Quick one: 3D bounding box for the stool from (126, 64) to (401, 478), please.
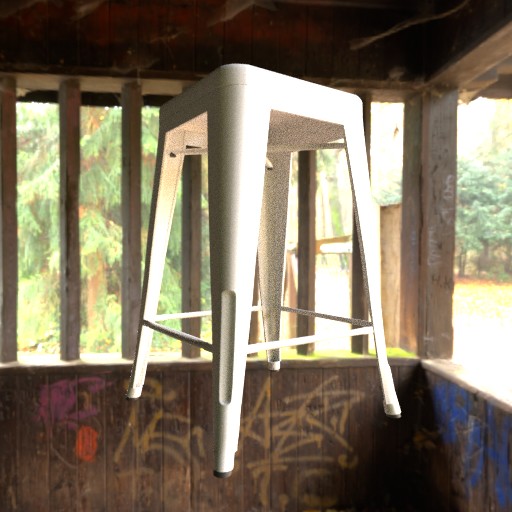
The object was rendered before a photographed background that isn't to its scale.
[{"bbox_3d":[0.000,0.000,0.890,0.406,0.610,0.406,-1,1,-35],"label":"stool"}]
